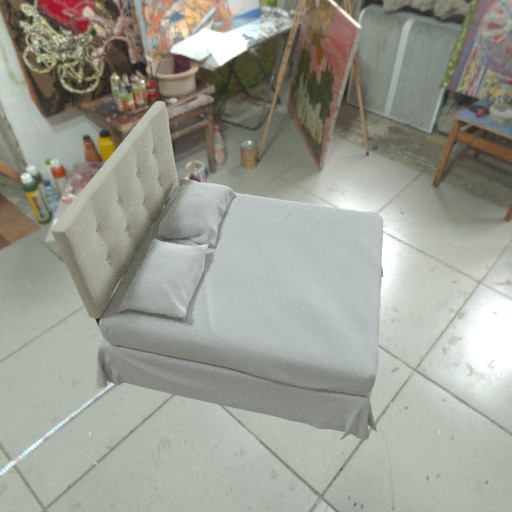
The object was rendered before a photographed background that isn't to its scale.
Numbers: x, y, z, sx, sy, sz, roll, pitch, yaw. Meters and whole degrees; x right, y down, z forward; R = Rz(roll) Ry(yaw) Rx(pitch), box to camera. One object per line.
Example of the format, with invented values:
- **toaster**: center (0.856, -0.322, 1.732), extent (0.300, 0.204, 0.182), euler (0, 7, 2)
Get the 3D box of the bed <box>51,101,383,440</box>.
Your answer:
- **bed**: center (0.000, 0.000, 3.476), extent (2.222, 1.577, 1.936), euler (9, 46, 9)
